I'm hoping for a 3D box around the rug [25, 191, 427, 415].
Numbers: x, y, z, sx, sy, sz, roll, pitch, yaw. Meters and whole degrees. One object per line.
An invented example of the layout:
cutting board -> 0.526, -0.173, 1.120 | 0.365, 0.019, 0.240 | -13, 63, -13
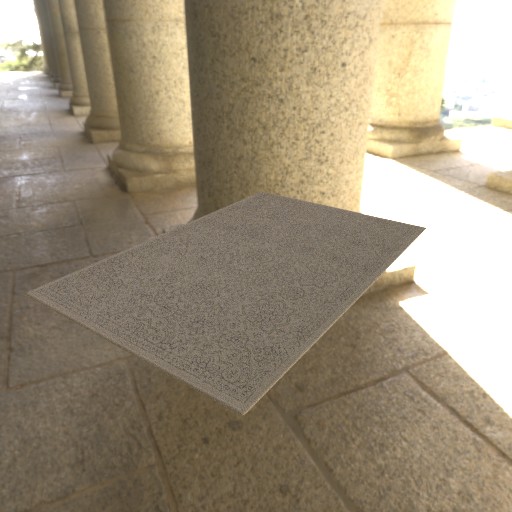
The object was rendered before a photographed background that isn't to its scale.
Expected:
rug -> 0.000, 0.000, 2.894 | 1.524, 0.011, 2.286 | 17, 31, 32
